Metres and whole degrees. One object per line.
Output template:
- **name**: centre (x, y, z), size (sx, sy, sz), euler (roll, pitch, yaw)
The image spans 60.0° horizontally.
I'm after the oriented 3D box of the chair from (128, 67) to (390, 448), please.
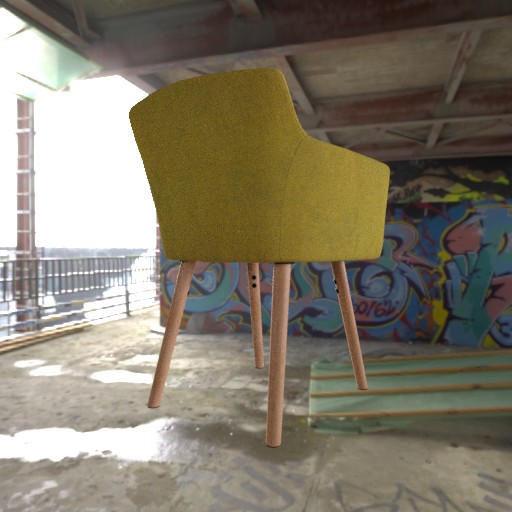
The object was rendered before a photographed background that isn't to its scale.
- **chair**: centre (0.000, 0.000, 1.191), size (0.570, 0.780, 0.570), euler (1, 1, 37)
